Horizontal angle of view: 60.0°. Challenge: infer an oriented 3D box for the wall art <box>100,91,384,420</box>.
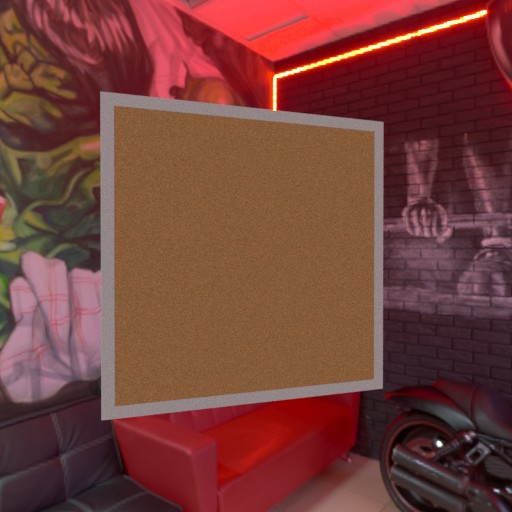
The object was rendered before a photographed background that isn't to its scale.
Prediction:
[{"bbox_3d":[0.000,0.000,0.691,0.456,0.457,0.009,0,1,-18],"label":"wall art"}]
